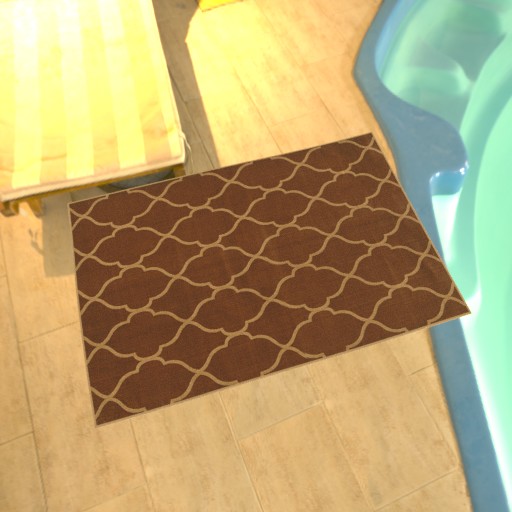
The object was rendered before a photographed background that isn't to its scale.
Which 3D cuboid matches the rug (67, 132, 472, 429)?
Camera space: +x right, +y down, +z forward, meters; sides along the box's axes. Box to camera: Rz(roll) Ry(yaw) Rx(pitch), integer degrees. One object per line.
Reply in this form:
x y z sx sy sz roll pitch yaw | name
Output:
0.000 0.000 2.871 2.290 0.014 1.526 -15 64 -8 | rug
